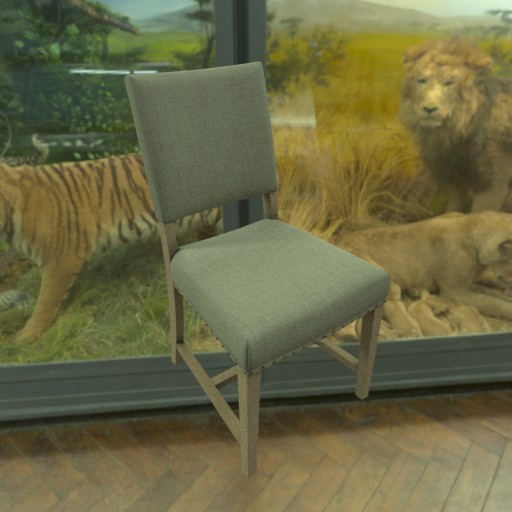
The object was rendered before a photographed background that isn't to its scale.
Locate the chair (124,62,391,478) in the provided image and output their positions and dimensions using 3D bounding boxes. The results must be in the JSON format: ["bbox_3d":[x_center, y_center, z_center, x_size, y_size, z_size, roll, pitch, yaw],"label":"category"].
[{"bbox_3d":[0.000,0.000,1.324,0.508,0.986,0.622,-21,36,-31],"label":"chair"}]
